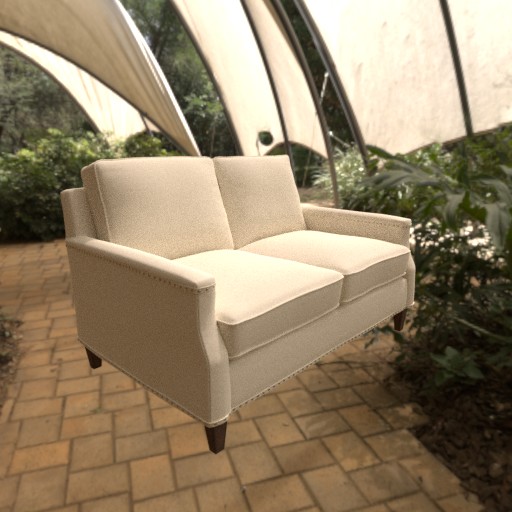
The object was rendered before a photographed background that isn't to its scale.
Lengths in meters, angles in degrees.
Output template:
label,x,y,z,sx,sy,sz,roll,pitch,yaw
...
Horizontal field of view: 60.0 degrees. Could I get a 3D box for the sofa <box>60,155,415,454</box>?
label,x,y,z,sx,sy,sz,roll,pitch,yaw
sofa,0.000,0.000,2.293,1.084,1.003,1.597,13,20,41
